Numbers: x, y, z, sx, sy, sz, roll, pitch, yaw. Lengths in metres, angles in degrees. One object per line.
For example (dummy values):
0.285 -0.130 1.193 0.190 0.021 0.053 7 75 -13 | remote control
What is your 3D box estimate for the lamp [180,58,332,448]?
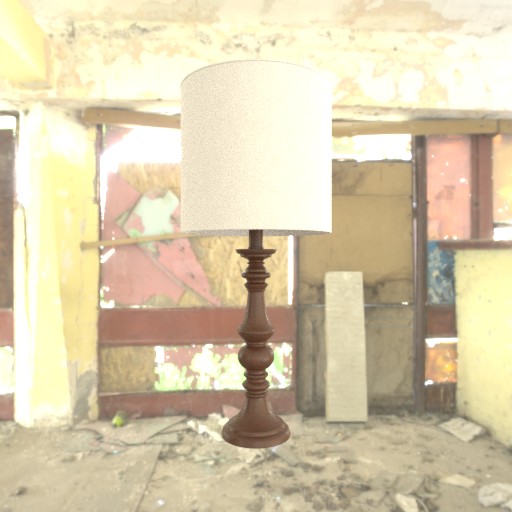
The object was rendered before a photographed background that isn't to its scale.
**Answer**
0.000 0.000 0.744 0.250 0.597 0.250 0 0 17 | lamp
